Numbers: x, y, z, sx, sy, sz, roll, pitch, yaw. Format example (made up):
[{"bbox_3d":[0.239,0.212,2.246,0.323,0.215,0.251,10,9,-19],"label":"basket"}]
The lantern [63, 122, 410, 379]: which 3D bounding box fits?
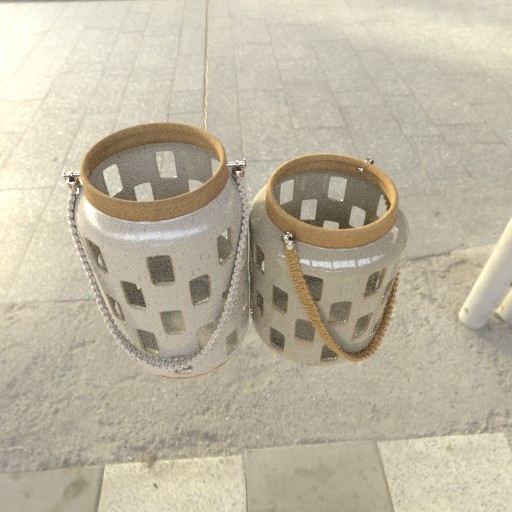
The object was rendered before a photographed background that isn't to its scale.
[{"bbox_3d":[0.000,0.000,0.487,0.347,0.255,0.184,-5,46,-4],"label":"lantern"}]
